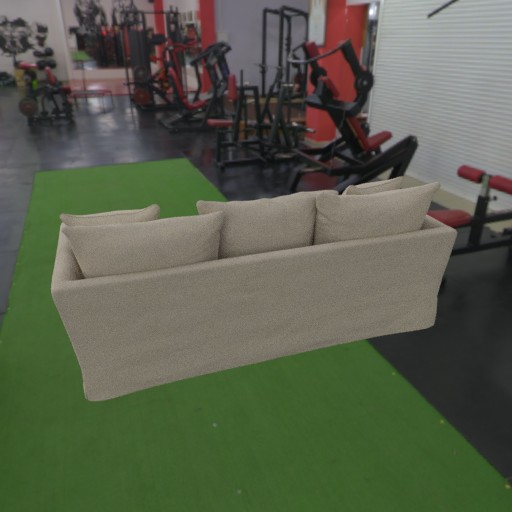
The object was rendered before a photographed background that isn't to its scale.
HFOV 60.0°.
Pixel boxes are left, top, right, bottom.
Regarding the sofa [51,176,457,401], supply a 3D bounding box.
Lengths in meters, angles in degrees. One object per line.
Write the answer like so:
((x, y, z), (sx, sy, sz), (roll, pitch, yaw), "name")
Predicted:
((0.000, 0.000, 3.074), (2.499, 1.047, 1.046), (-8, 27, -17), "sofa")
